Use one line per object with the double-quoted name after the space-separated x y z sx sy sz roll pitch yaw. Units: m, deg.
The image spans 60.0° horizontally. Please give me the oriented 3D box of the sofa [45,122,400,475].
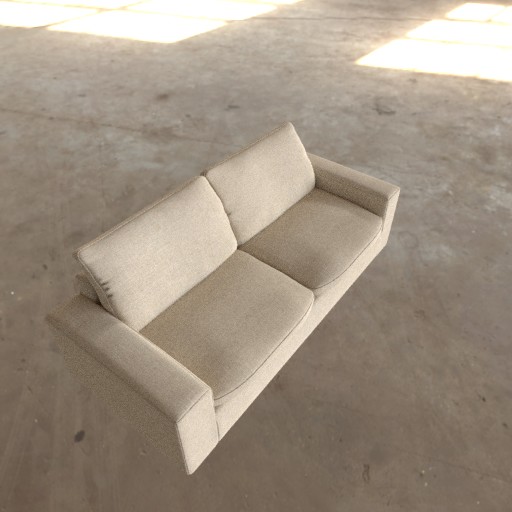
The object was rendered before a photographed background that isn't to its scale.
0.000 0.000 2.825 1.040 0.922 2.299 27 48 27 "sofa"
